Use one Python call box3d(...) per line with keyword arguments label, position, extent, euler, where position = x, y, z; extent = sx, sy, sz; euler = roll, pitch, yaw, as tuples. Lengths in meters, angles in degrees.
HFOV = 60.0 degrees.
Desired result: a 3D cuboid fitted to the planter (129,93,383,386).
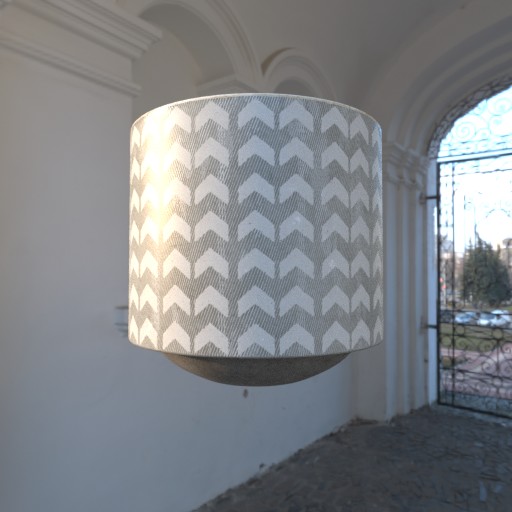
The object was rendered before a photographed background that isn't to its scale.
box3d(label="planter", position=(0.000, 0.000, 0.346), extent=(0.190, 0.181, 0.190), euler=(0, -2, 0))
